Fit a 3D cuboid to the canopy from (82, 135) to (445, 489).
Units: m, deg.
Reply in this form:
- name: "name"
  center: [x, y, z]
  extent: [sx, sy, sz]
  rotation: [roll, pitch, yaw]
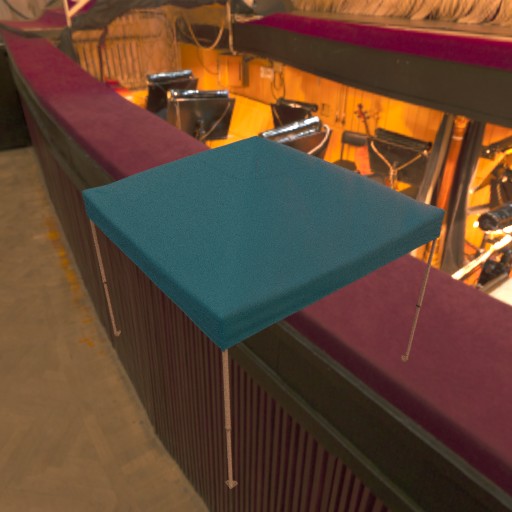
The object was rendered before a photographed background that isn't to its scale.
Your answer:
- name: "canopy"
  center: [0.000, 0.000, 5.475]
  extent: [2.996, 2.997, 2.998]
  rotation: [-22, 38, -31]
